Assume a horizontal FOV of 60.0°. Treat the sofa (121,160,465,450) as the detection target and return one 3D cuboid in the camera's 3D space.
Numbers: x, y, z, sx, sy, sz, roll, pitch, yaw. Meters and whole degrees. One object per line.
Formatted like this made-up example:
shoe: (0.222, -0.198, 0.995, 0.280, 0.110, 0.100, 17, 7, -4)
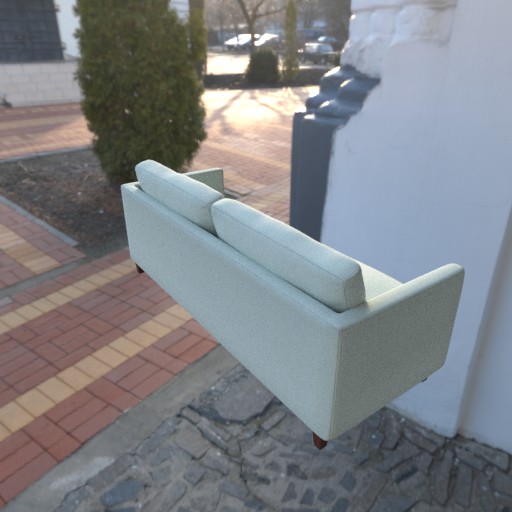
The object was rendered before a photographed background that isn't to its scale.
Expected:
sofa: (0.000, 0.000, 2.993, 0.948, 0.965, 2.434, -18, 31, -32)
